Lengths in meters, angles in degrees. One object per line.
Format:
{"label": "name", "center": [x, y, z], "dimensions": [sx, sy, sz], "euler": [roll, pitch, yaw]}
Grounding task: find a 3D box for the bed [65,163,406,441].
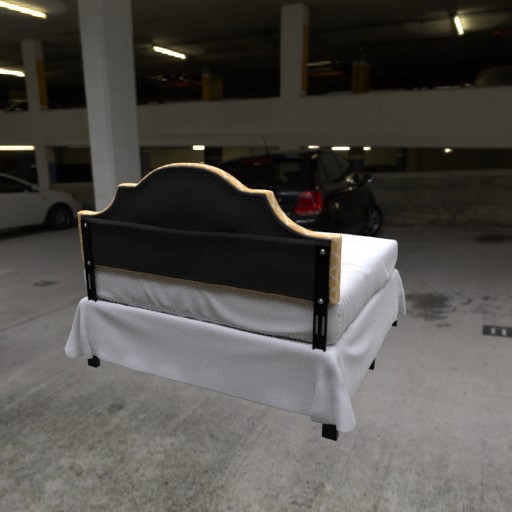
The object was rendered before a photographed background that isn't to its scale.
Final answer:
{"label": "bed", "center": [0.000, 0.000, 3.741], "dimensions": [2.314, 1.601, 2.222], "euler": [7, 16, 26]}
